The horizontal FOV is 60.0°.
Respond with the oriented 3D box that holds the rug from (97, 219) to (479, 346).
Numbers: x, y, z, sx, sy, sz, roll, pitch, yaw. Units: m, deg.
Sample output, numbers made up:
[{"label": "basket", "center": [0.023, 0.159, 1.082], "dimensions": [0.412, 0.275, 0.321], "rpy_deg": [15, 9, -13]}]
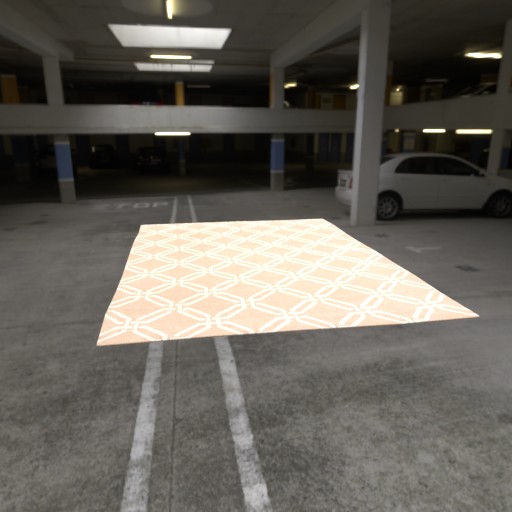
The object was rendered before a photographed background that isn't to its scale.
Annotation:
[{"label": "rug", "center": [0.000, 0.000, 4.304], "dimensions": [2.452, 0.020, 3.365], "rpy_deg": [-3, 16, -9]}]
